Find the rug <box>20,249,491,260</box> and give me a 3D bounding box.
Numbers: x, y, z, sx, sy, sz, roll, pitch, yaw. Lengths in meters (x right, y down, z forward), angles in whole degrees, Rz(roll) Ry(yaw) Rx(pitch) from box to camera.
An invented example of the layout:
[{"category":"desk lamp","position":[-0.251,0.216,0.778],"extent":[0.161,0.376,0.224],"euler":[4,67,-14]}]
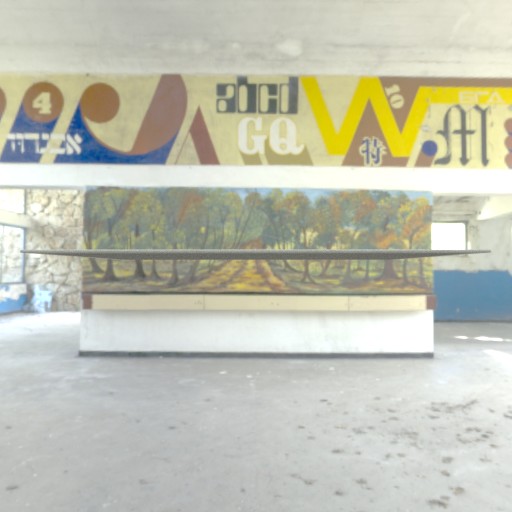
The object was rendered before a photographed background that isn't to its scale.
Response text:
[{"category":"rug","position":[0.000,0.000,2.319],"extent":[1.829,0.013,1.219],"euler":[0,-2,1]}]
